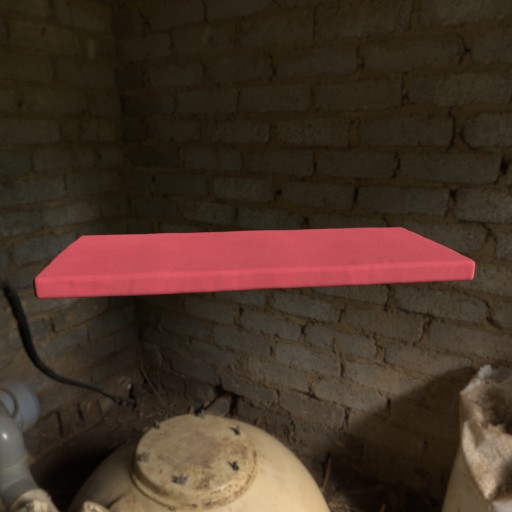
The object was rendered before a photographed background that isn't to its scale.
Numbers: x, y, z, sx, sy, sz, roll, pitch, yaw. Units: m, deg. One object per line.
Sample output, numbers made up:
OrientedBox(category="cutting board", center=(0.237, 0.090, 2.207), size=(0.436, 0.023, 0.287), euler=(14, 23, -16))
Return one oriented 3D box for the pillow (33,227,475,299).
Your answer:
OrientedBox(category="pillow", center=(0.000, 0.000, 1.363), size=(1.187, 0.081, 0.492), euler=(-2, 16, -7))
